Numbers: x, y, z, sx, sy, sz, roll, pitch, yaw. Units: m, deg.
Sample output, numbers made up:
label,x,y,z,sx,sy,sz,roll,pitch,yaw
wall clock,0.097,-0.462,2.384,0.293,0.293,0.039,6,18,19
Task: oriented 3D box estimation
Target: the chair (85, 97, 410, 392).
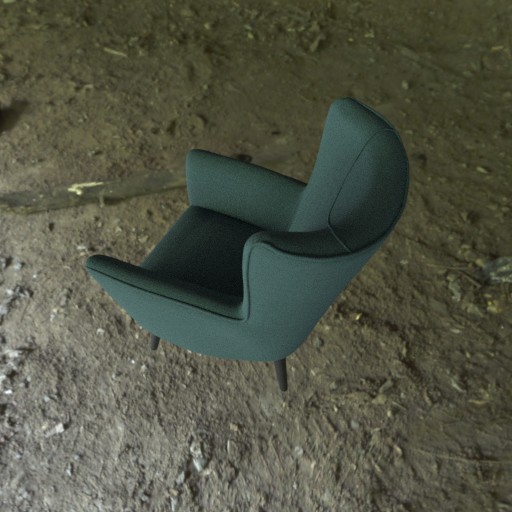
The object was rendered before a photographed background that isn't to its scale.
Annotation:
label,x,y,z,sx,sy,sz,roll,pitch,yaw
chair,0.000,0.000,1.599,0.888,0.933,0.781,16,48,16
